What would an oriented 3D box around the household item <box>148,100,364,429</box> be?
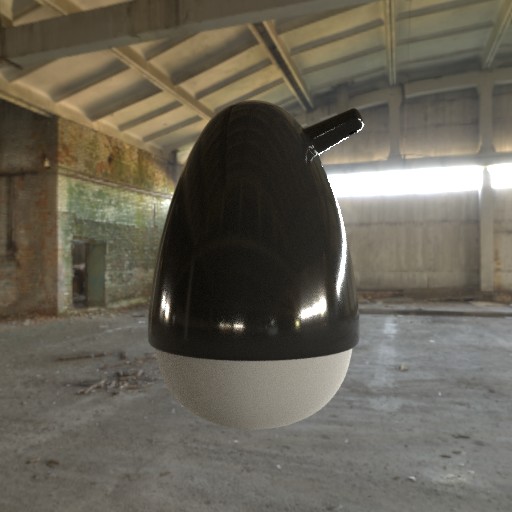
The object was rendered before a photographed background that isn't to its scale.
[{"bbox_3d":[0.000,0.000,0.219,0.104,0.152,0.102,0,-1,18],"label":"household item"}]
